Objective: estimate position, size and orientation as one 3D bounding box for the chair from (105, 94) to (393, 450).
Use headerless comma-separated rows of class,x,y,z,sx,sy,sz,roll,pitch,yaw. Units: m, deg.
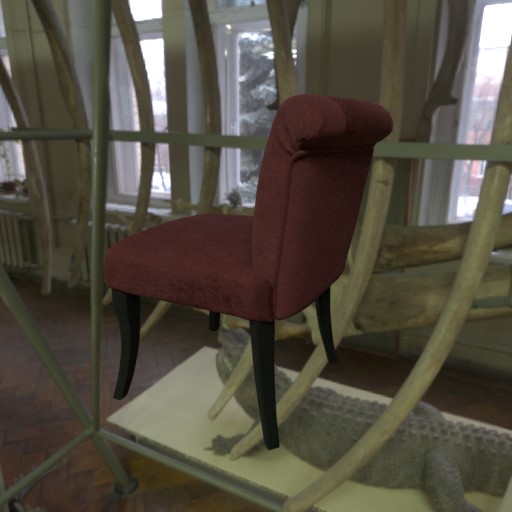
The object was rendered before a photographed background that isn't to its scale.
chair,0.000,0.000,1.153,0.605,0.750,0.582,8,18,26
